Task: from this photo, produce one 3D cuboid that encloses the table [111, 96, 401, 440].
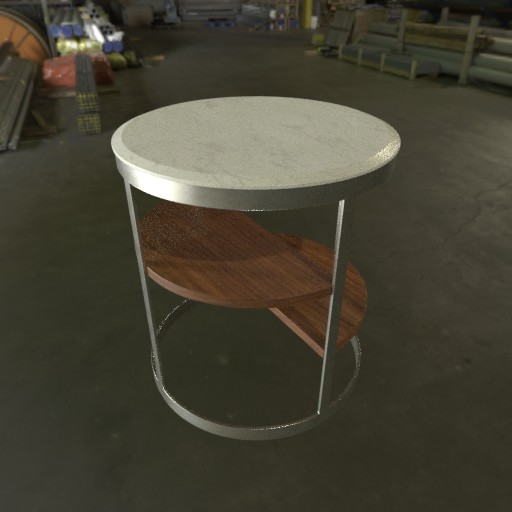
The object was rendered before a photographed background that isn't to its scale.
[{"bbox_3d":[0.000,0.000,0.762,0.407,0.447,0.407,0,32,0],"label":"table"}]
